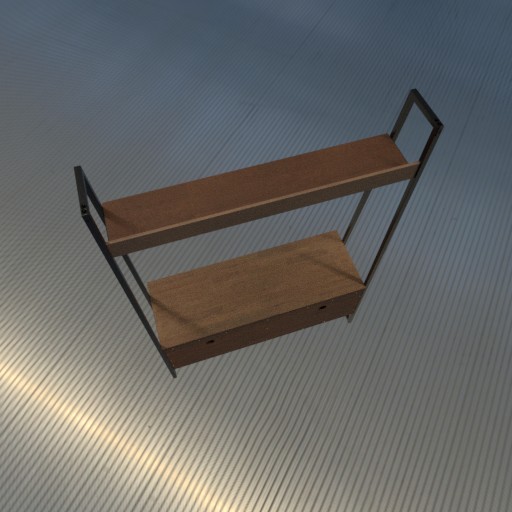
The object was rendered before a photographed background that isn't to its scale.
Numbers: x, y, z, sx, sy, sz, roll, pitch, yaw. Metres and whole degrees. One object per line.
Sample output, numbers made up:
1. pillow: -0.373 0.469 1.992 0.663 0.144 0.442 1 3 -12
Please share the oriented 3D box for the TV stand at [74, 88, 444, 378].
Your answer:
1. TV stand: 0.000 0.000 2.301 1.250 1.772 0.432 -16 60 -9
